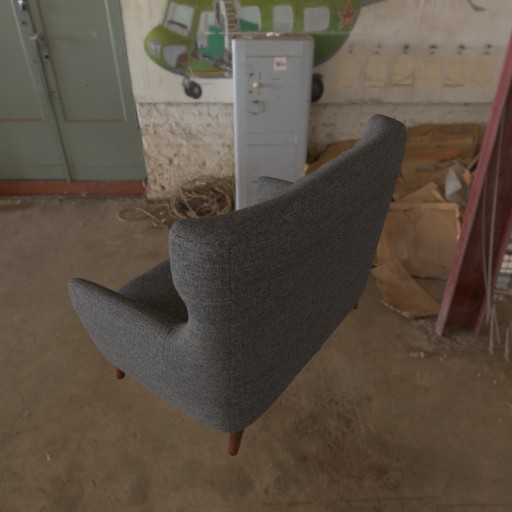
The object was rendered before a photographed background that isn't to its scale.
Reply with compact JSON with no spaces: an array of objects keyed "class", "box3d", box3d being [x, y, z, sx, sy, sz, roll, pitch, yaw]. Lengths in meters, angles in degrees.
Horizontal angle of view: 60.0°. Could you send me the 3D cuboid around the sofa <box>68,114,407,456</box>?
[{"class":"sofa","box3d":[0.000,0.000,1.947,0.874,1.028,1.358,21,38,29]}]
